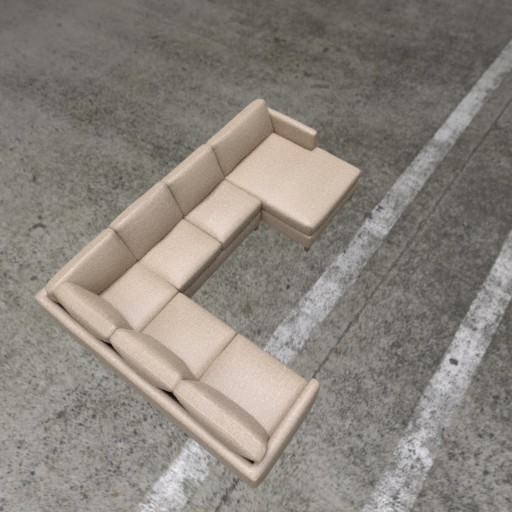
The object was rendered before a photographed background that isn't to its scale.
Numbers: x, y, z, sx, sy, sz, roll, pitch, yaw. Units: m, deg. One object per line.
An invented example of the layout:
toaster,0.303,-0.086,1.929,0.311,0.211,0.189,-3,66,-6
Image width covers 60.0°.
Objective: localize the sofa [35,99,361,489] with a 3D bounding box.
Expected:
sofa,0.000,0.000,4.602,2.594,0.961,3.460,32,63,19
